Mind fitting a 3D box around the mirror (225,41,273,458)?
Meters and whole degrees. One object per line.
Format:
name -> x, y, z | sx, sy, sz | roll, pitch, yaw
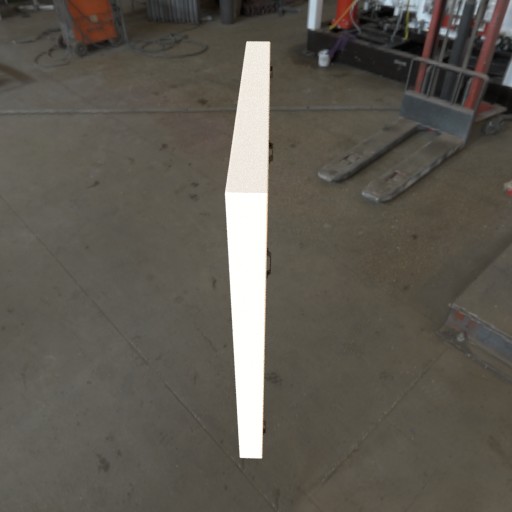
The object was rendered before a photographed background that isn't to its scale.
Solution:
mirror -> 0.000, 0.000, 0.690 | 0.041, 0.508, 0.405 | 1, 42, 1
